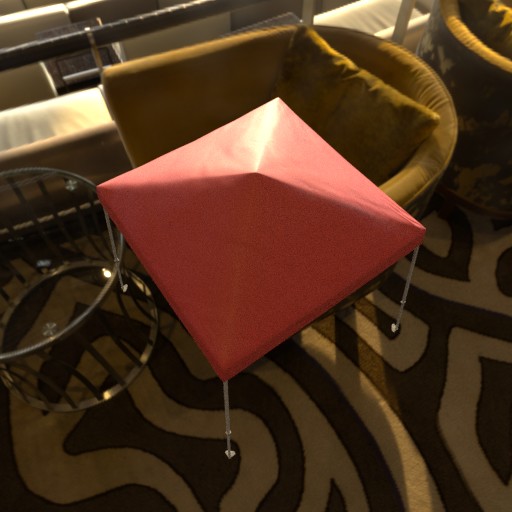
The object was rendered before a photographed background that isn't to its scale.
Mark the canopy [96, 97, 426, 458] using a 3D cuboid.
[{"bbox_3d":[0.000,0.000,6.515,3.599,3.600,3.600,-32,64,-18],"label":"canopy"}]
